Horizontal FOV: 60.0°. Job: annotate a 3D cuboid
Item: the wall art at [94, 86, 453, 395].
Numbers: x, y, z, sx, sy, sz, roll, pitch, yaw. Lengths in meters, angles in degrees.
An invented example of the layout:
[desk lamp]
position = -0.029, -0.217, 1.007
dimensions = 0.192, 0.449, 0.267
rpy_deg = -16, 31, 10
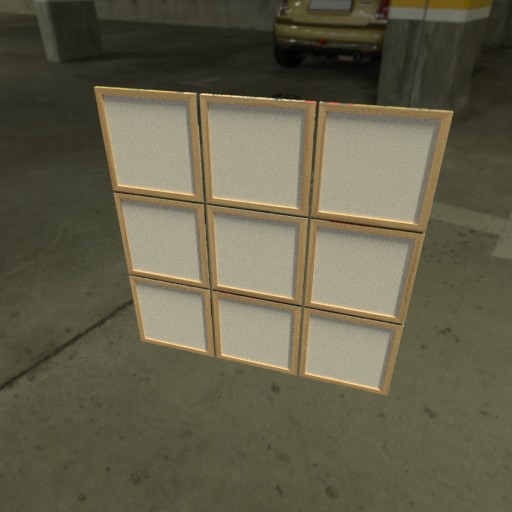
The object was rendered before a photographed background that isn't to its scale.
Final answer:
[wall art]
position = 0.000, 0.000, 1.327
dimensions = 0.904, 0.913, 0.013
rpy_deg = 9, 33, 14
